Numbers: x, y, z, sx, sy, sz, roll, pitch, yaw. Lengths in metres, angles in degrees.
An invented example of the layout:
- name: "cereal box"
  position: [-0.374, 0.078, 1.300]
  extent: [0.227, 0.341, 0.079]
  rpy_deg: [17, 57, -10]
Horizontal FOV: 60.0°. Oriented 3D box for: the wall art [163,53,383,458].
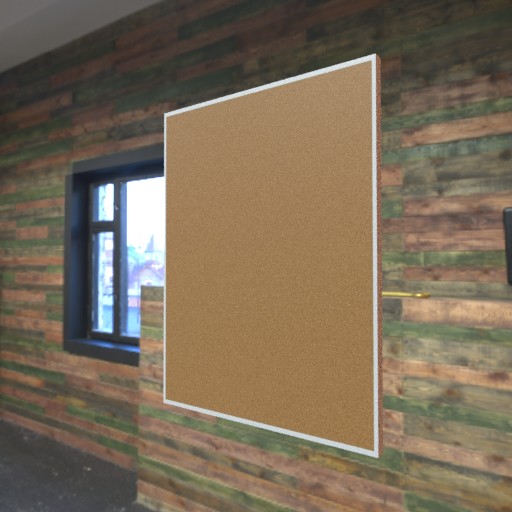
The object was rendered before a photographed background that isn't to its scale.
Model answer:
- name: "wall art"
  position: [0.000, 0.000, 1.394]
  extent: [0.795, 1.050, 0.039]
  rpy_deg: [-1, -1, 35]
